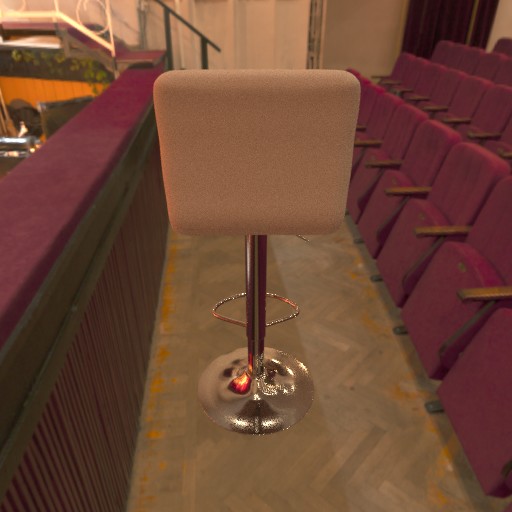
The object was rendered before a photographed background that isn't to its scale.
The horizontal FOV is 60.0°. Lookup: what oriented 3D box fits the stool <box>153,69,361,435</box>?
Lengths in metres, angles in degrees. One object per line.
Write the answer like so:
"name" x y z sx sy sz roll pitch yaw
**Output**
"stool" 0.000 0.000 1.353 0.430 1.115 0.505 0 30 0
